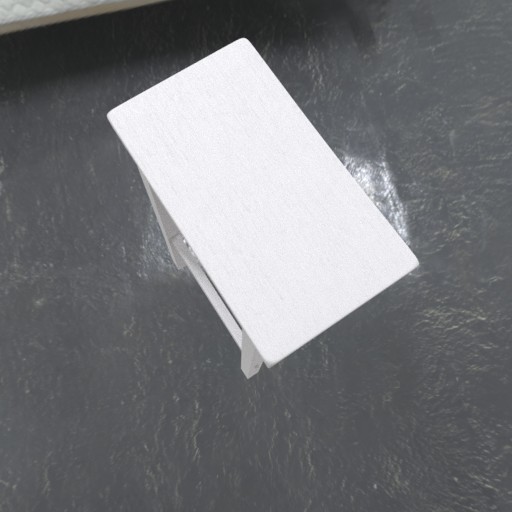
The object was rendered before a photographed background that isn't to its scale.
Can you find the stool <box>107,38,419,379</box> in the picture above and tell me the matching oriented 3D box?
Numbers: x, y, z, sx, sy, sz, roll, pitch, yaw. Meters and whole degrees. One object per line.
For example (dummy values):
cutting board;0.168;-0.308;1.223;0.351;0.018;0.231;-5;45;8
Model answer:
stool;0.000;0.000;0.938;0.322;0.742;0.406;-33;78;-8
